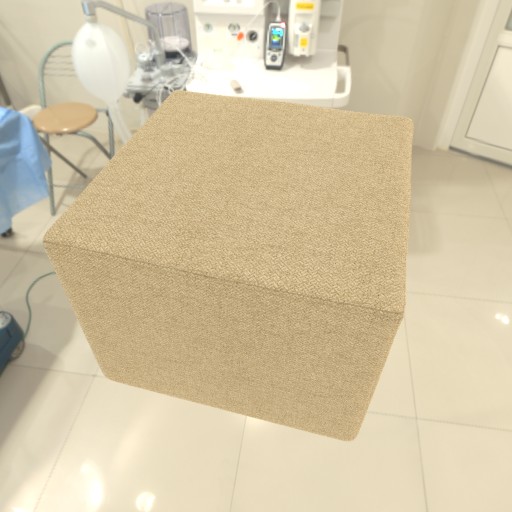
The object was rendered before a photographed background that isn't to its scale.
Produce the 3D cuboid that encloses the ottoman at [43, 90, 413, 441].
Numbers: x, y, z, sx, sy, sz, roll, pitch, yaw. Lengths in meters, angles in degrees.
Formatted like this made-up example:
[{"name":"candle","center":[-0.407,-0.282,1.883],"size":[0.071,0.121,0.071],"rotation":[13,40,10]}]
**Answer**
[{"name":"ottoman","center":[0.000,0.000,0.871],"size":[0.508,0.432,0.508],"rotation":[11,46,11]}]
